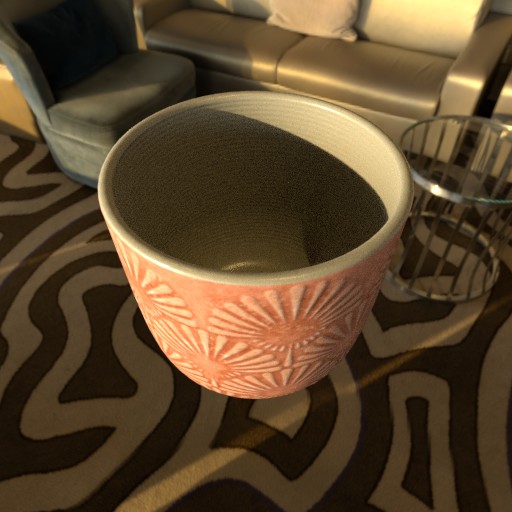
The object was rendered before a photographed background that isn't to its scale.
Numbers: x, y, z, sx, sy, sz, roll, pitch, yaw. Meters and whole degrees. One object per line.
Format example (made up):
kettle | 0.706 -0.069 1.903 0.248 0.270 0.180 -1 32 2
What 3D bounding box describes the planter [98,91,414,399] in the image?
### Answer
planter | 0.000 0.000 0.217 0.124 0.109 0.124 0 47 0
